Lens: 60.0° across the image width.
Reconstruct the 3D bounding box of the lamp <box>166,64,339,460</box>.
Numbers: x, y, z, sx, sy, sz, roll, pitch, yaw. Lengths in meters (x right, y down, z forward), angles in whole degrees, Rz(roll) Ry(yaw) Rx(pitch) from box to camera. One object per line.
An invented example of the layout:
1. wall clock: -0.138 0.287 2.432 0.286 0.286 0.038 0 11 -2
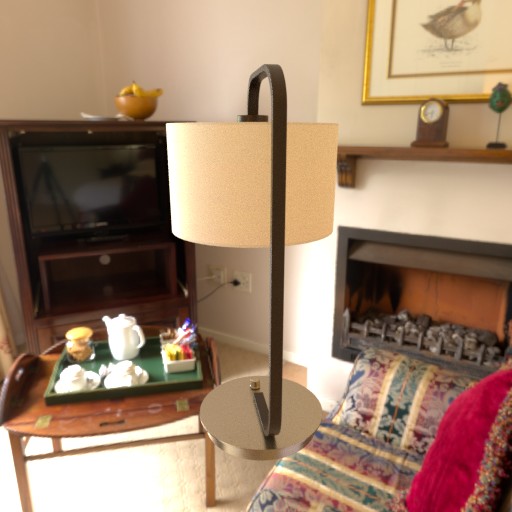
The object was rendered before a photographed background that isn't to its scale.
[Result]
1. lamp: 0.000 0.000 0.621 0.230 0.473 0.288 -3 16 -9
